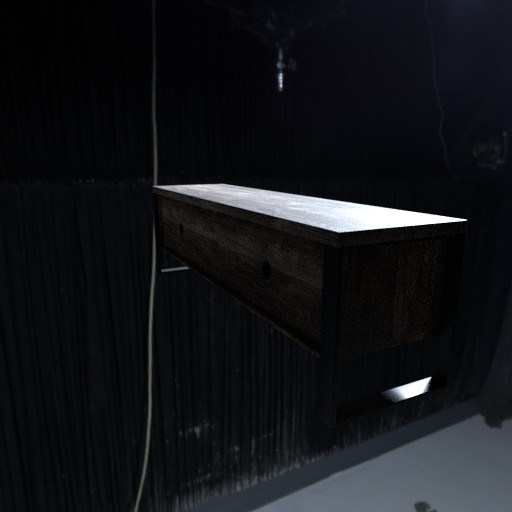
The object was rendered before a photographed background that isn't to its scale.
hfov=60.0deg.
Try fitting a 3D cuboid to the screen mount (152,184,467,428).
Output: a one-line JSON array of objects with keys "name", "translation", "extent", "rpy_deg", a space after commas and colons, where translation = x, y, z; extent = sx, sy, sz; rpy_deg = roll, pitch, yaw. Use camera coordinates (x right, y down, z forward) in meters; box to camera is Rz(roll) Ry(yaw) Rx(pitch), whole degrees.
[{"name": "screen mount", "translation": [0.000, 0.000, 1.702], "extent": [0.395, 0.450, 1.524], "rpy_deg": [-6, 14, -26]}]
